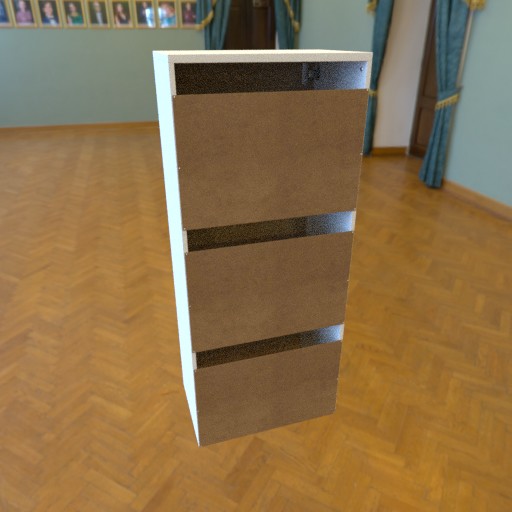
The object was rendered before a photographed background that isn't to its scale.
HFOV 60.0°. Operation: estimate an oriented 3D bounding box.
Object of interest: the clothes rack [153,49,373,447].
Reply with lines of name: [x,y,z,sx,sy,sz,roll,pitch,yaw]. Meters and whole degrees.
clothes rack: [0.000,0.000,1.417,0.500,1.187,0.331,-8,27,-16]
